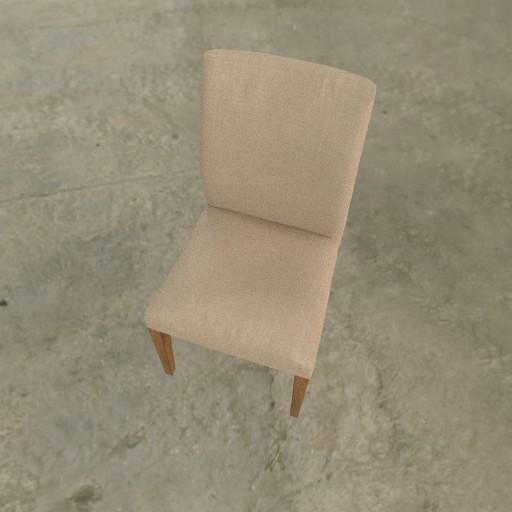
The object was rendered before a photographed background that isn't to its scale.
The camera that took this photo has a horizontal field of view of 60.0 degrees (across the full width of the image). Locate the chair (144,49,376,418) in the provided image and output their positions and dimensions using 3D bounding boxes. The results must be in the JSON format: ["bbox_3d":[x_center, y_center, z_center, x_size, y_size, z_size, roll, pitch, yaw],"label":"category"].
[{"bbox_3d":[0.000,0.000,1.315,0.496,0.940,0.585,16,58,10],"label":"chair"}]
